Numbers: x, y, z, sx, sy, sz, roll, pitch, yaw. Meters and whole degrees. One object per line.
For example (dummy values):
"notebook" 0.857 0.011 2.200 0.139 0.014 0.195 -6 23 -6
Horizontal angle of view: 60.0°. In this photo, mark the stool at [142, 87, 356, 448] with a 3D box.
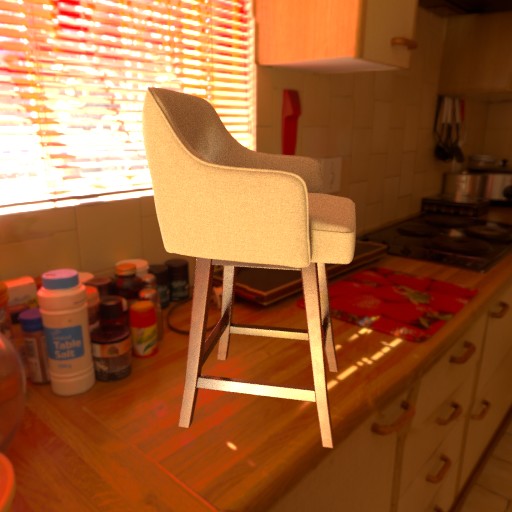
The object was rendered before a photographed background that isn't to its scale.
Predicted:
"stool" 0.000 0.000 1.311 0.560 0.936 0.550 3 16 11
